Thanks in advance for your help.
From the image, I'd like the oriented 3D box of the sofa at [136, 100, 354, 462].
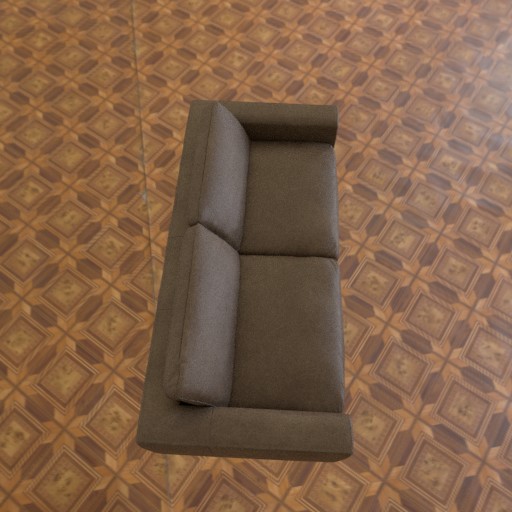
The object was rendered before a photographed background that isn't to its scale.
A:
[{"bbox_3d":[0.000,0.000,2.750,1.070,0.801,2.262,3,63,1],"label":"sofa"}]
